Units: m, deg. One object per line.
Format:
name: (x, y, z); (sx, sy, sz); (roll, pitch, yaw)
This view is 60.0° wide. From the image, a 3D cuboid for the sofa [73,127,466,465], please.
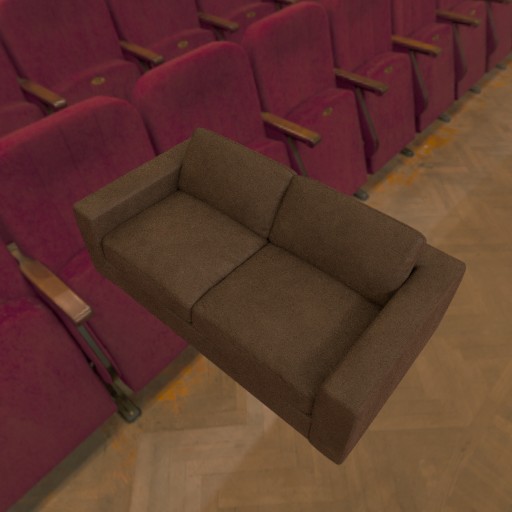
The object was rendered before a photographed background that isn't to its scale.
sofa: (0.000, 0.000, 2.490); (1.920, 0.800, 1.070); (32, 54, 27)
